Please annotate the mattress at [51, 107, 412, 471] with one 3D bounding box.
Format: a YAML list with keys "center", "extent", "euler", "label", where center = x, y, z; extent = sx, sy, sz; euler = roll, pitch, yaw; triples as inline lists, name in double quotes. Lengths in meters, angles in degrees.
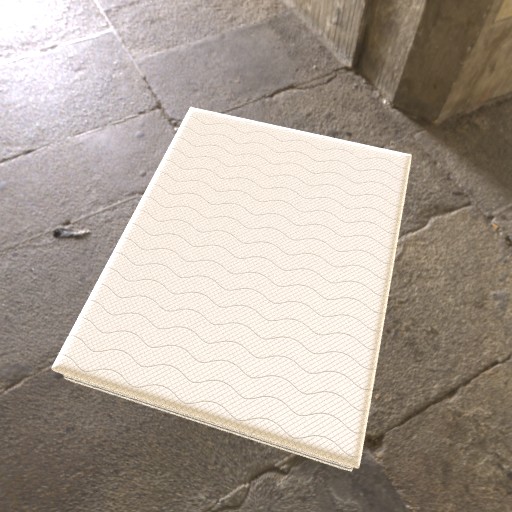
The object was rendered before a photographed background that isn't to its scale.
- center: [0.000, 0.000, 2.720]
  extent: [1.600, 0.230, 2.000]
  euler: [15, 61, 8]
  label: "mattress"
